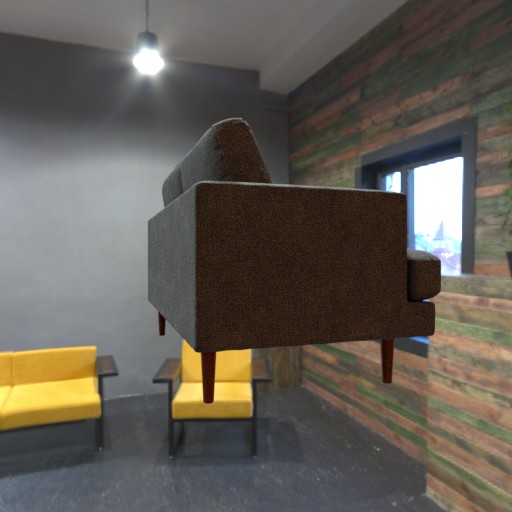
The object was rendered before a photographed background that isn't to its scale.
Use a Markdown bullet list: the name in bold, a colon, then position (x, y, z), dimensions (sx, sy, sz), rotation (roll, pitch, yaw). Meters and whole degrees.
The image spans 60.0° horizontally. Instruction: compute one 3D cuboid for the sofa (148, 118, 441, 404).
- **sofa**: position (0.000, 0.000, 2.174), dimensions (0.903, 0.956, 1.582), rotation (0, 0, -19)
